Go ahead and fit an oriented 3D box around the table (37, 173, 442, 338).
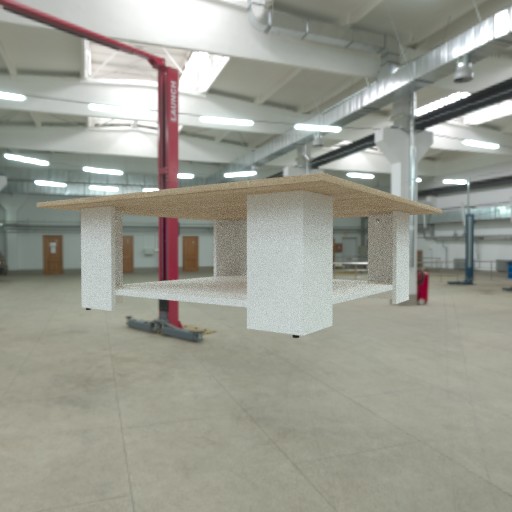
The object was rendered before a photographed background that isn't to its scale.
[{"bbox_3d":[0.000,0.000,1.366,0.890,0.305,0.890,1,1,35],"label":"table"}]
